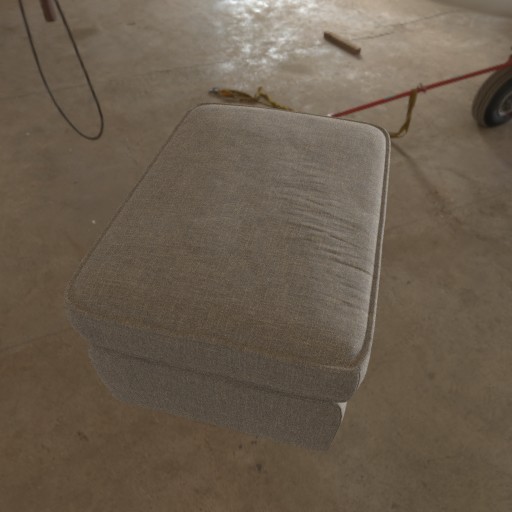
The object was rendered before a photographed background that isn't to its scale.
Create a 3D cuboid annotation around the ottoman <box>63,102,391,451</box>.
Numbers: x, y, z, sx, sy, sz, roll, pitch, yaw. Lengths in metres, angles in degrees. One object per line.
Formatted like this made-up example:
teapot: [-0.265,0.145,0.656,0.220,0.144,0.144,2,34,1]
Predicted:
ottoman: [0.000,0.000,1.106,0.559,0.457,0.762,11,49,9]
